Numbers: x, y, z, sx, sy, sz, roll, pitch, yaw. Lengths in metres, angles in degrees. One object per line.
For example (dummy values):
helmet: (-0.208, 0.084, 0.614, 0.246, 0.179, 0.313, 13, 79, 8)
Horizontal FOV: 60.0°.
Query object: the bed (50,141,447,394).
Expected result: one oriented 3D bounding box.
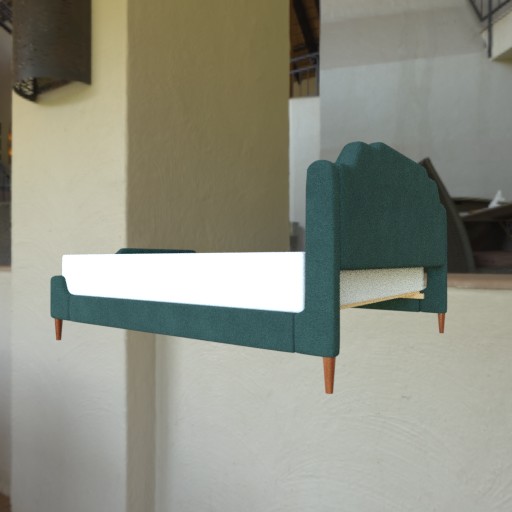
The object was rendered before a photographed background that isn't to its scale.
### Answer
bed: (0.000, 0.000, 3.446, 2.340, 1.245, 2.074, 0, -1, 36)
